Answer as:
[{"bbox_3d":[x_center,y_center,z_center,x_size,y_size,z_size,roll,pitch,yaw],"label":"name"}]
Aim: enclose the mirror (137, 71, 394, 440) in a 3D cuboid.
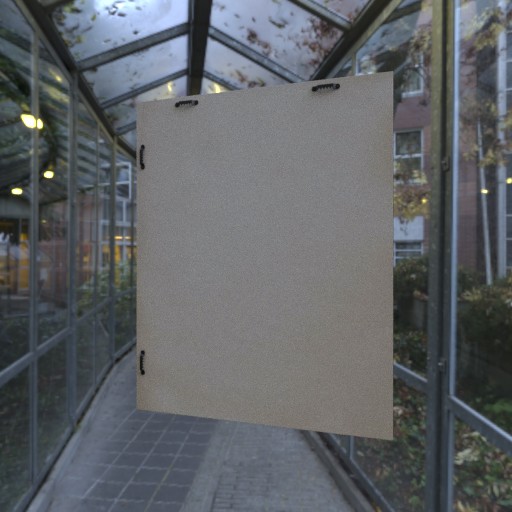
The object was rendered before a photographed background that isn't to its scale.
[{"bbox_3d":[0.000,0.000,0.685,0.405,0.508,0.041,0,0,18],"label":"mirror"}]
